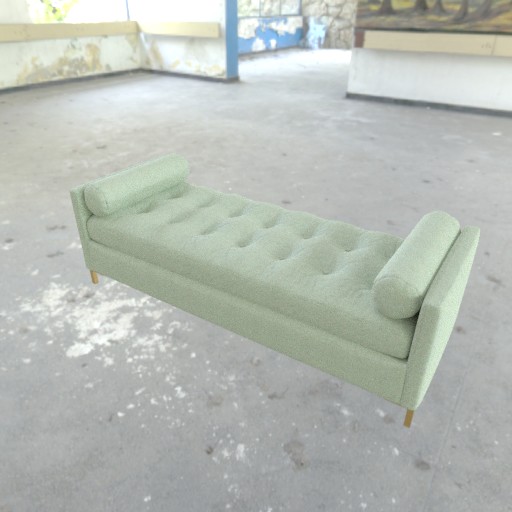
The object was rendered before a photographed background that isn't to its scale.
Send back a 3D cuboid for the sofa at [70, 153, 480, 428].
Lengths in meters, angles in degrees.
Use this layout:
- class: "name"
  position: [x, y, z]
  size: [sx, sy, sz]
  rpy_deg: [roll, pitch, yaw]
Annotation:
- class: "sofa"
  position: [0.000, 0.000, 2.479]
  size: [2.102, 0.705, 0.796]
  rpy_deg: [18, 35, 28]
